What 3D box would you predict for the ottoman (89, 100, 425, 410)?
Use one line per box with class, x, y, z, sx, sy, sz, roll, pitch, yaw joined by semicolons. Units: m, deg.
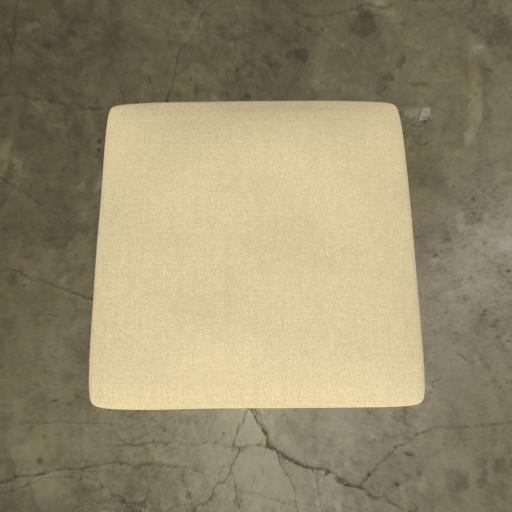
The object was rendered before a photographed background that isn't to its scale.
ottoman;0.000;0.000;1.320;0.843;0.436;0.840;-1;77;0
